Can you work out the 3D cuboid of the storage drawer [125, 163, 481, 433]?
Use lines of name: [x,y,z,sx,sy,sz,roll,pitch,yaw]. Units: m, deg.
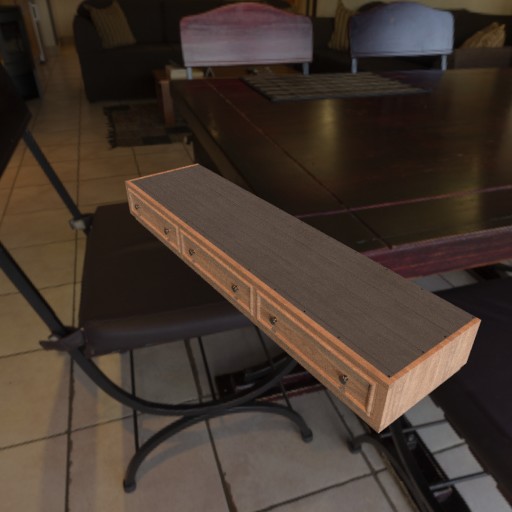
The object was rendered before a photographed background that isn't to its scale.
storage drawer: [0.000,0.000,2.243,0.538,0.264,2.032,-22,38,-31]
